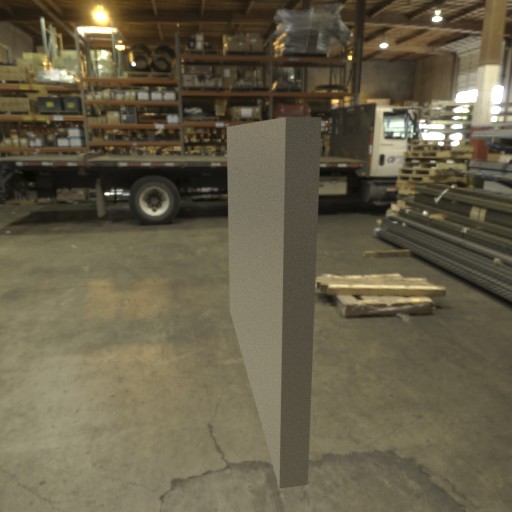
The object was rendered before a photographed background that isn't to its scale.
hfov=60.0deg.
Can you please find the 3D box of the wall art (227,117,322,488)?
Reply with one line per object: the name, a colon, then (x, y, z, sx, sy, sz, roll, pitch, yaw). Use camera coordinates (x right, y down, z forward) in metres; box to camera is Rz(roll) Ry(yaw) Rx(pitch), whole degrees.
wall art: (0.000, 0.000, 1.404, 0.066, 0.801, 1.056, -2, 15, -9)
